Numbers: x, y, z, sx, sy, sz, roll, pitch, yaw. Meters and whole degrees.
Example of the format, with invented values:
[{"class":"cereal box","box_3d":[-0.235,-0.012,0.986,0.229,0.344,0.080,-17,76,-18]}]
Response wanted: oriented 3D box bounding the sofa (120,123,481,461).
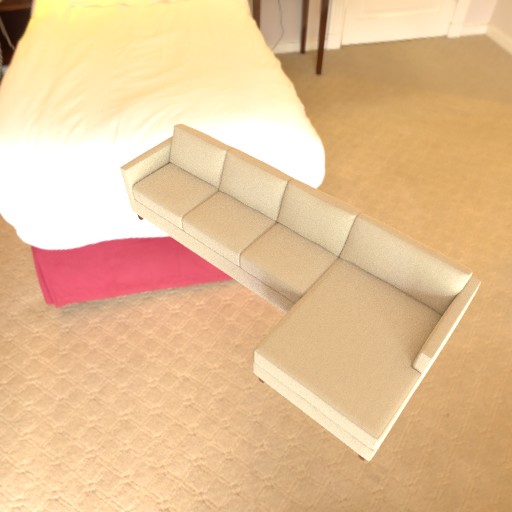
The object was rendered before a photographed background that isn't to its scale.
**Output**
[{"class":"sofa","box_3d":[0.000,0.000,4.106,3.471,0.954,1.599,32,55,25]}]
